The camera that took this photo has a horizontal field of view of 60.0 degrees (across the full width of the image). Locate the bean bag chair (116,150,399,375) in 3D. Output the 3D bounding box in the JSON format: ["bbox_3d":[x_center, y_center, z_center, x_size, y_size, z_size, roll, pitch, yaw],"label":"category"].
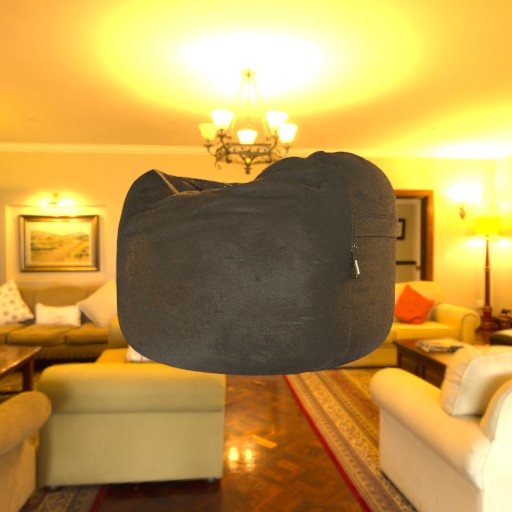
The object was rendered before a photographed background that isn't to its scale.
[{"bbox_3d":[0.000,0.000,1.491,0.918,0.605,0.918,0,1,0],"label":"bean bag chair"}]
